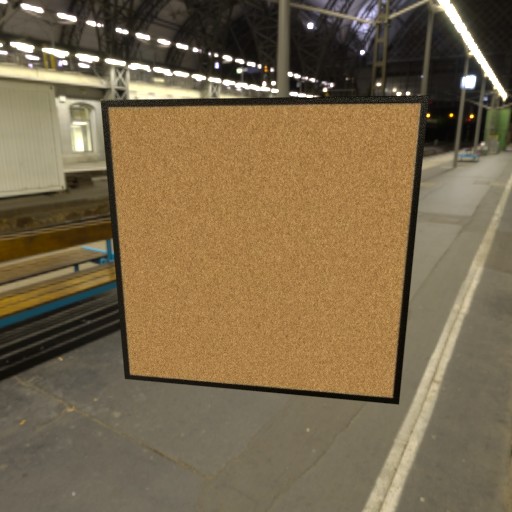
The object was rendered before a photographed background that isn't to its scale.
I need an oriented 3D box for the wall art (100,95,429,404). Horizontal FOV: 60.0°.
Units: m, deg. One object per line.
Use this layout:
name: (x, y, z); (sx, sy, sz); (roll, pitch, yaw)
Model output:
wall art: (0.000, 0.000, 0.519); (0.349, 0.349, 0.014); (3, 15, 9)
